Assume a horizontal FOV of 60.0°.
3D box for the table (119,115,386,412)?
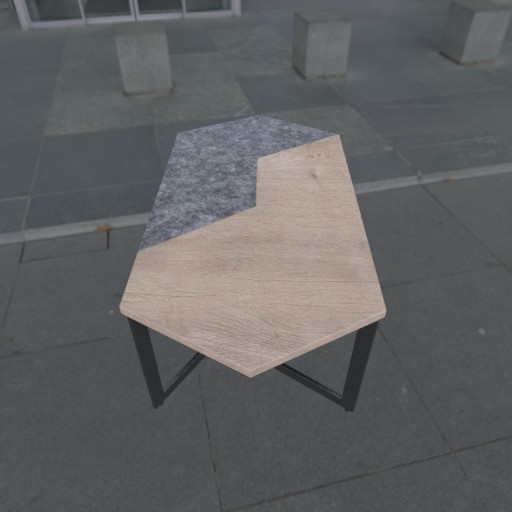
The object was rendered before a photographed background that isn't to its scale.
[{"bbox_3d":[0.000,0.000,1.492,0.609,0.457,1.219,1,41,1],"label":"table"}]
